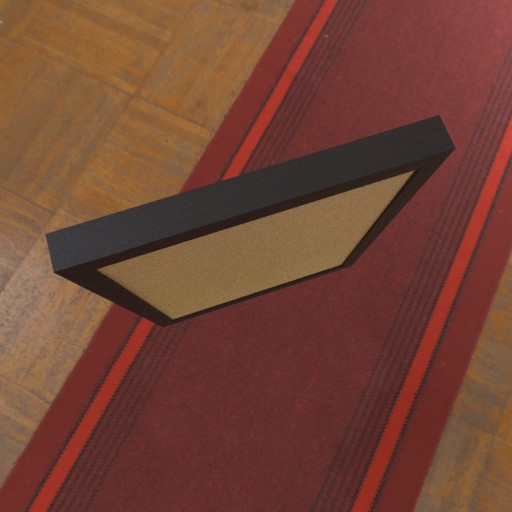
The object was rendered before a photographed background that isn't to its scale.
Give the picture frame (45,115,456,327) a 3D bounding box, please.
[{"bbox_3d":[0.000,0.000,0.747,0.452,0.555,0.044,-18,76,-5],"label":"picture frame"}]
